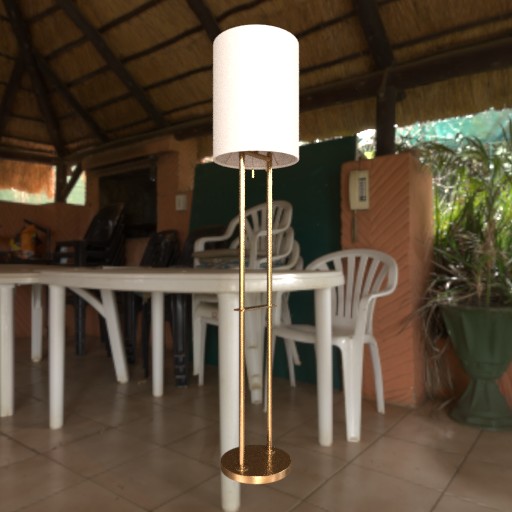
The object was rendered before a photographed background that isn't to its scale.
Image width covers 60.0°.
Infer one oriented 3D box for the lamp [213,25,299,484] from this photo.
[{"bbox_3d":[0.000,0.000,1.585,0.305,1.500,0.306,0,-1,36],"label":"lamp"}]
